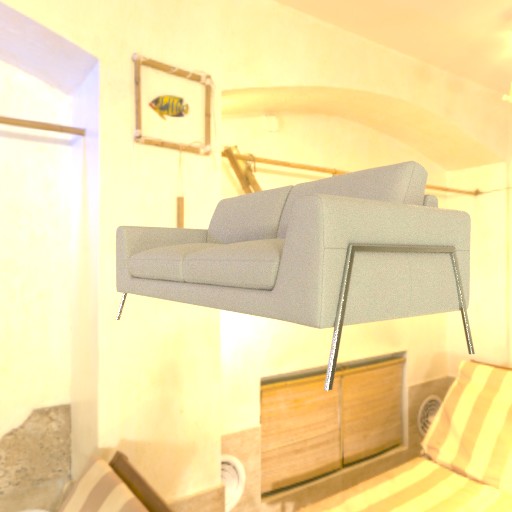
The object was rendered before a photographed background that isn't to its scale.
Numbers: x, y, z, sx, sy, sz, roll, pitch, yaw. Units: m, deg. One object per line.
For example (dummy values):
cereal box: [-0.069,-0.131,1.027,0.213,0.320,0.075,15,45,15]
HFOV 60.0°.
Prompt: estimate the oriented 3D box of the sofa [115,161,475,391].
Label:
sofa: [0.000,0.000,2.506,0.953,0.875,2.017,0,0,-36]
